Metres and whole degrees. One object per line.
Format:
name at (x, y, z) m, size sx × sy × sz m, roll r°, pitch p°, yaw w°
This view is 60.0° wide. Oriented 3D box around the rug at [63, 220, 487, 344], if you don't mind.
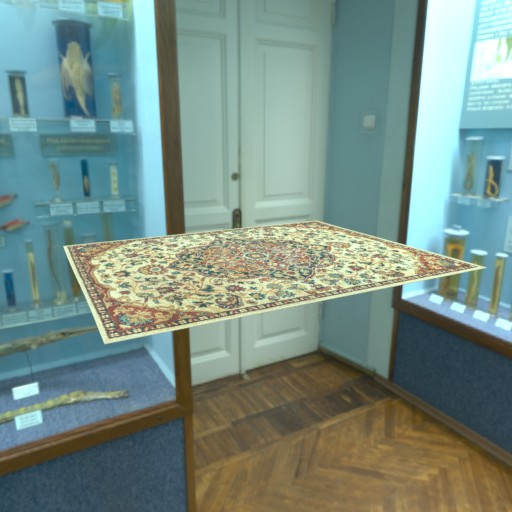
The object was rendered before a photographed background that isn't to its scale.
rug at (0.000, 0.000, 4.055) m, size 3.067 × 0.005 × 2.454 m, roll -8°, pitch 17°, yaw -27°
